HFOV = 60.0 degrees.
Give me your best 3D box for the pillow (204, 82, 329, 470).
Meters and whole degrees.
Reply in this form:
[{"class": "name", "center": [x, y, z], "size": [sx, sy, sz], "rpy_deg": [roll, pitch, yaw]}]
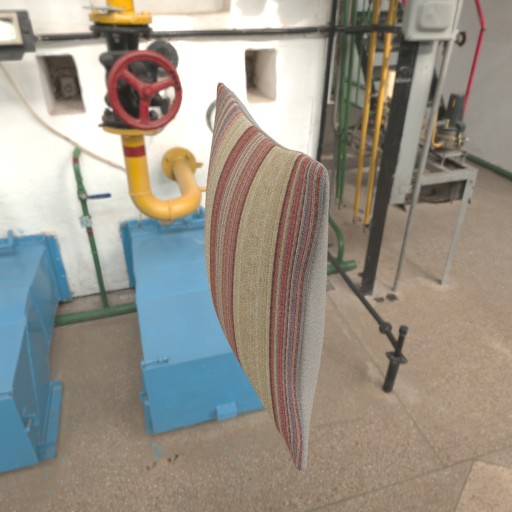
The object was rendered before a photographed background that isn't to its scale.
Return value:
[{"class": "pillow", "center": [0.000, 0.000, 0.652], "size": [0.136, 0.419, 0.437], "rpy_deg": [-8, 32, -14]}]
